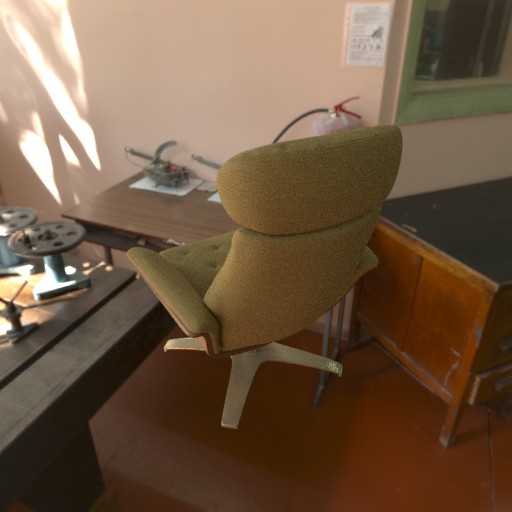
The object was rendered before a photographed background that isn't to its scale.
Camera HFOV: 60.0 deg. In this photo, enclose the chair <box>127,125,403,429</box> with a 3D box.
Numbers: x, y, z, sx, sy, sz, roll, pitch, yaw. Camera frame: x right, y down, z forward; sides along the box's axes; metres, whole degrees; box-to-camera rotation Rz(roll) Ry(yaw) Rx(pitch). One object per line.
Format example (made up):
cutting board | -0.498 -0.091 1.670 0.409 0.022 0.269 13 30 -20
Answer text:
chair | 0.000 0.000 1.543 0.785 0.995 0.837 -17 34 -28
